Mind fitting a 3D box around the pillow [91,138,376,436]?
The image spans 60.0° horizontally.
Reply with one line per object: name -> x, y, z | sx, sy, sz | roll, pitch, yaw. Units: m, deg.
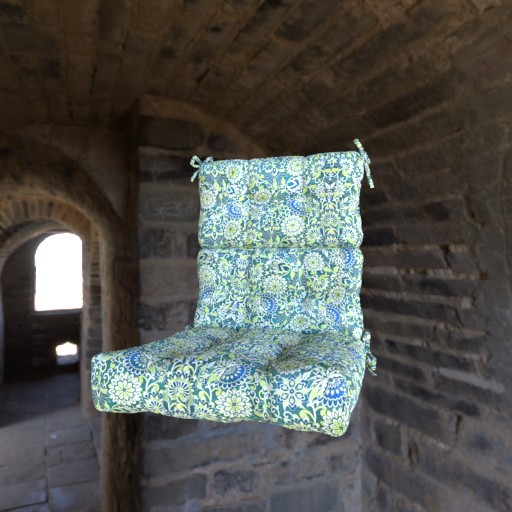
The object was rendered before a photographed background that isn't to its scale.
pillow -> 0.000, 0.000, 1.009 | 0.519, 0.605, 0.571 | 0, -1, 18
